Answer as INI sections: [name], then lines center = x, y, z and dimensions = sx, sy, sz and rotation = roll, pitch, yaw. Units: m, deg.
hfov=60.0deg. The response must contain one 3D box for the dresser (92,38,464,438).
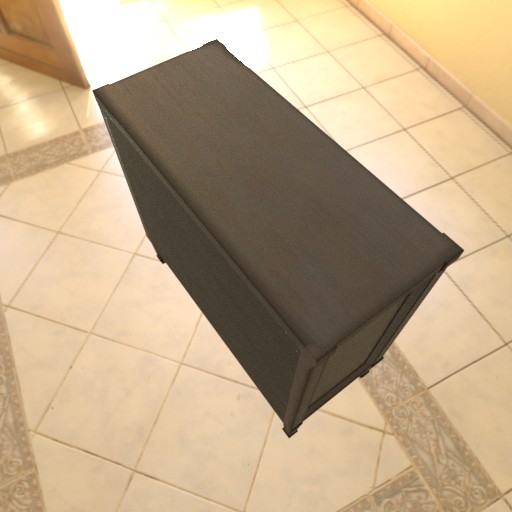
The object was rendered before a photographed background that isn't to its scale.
[dresser]
center = 0.000, 0.000, 1.612
dimensions = 0.463, 0.986, 1.049
rotation = -32, 63, -18
